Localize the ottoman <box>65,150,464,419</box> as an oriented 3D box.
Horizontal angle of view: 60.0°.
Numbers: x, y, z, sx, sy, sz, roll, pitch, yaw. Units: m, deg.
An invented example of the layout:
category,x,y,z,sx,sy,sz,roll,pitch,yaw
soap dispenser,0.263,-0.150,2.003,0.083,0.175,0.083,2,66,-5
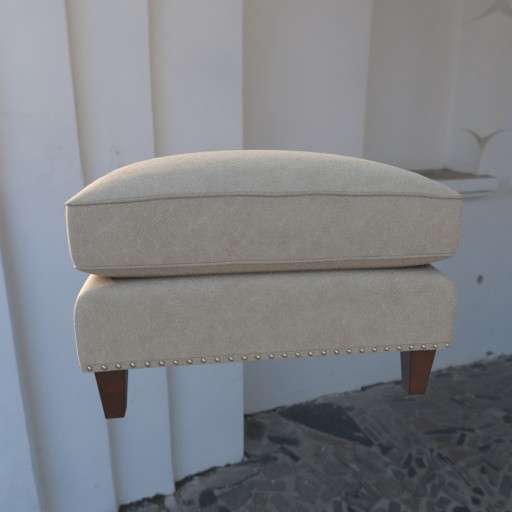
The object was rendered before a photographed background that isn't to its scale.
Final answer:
category,x,y,z,sx,sy,sz,roll,pitch,yaw
ottoman,0.000,0.000,1.102,0.741,0.513,0.584,-2,14,-8
